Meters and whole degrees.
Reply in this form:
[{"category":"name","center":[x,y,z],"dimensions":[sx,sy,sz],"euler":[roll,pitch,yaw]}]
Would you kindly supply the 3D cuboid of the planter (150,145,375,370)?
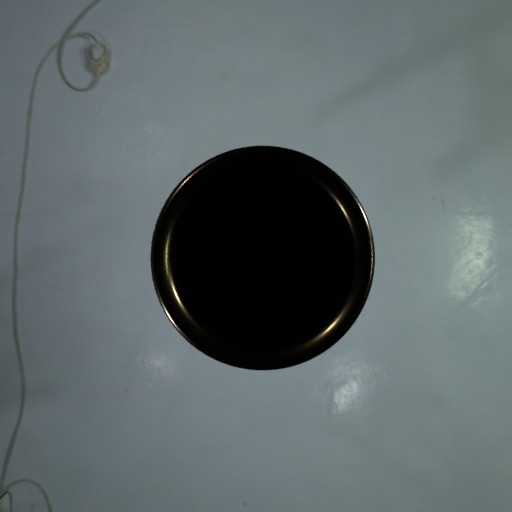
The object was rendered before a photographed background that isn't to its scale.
[{"category":"planter","center":[0.000,0.000,0.330],"dimensions":[0.099,0.278,0.099],"euler":[0,90,-1]}]
